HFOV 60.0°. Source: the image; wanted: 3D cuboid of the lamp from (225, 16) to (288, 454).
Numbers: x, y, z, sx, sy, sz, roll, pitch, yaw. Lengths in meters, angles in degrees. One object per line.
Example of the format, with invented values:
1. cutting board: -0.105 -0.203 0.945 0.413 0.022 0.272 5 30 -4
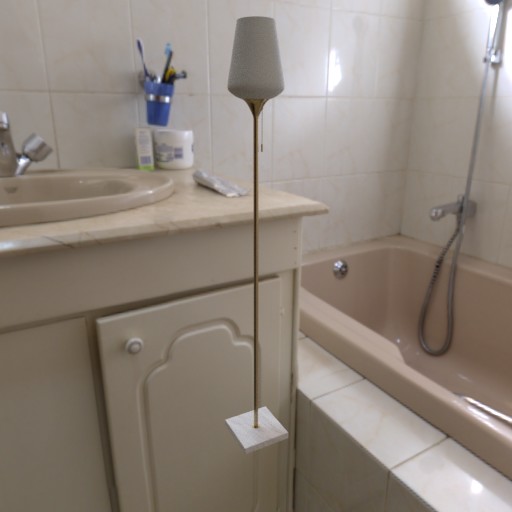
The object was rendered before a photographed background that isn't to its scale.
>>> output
1. lamp: 0.000 0.000 1.900 0.232 1.813 0.229 -9 20 -26
